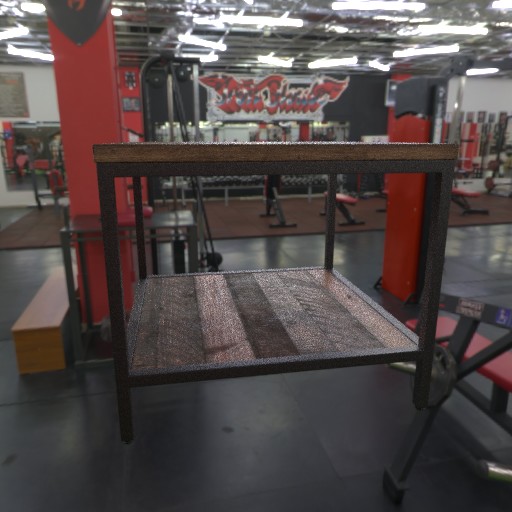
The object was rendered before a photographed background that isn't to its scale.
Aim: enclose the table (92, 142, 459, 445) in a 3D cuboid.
[{"bbox_3d":[0.000,0.000,0.972,0.553,0.482,0.548,-3,15,-10],"label":"table"}]
